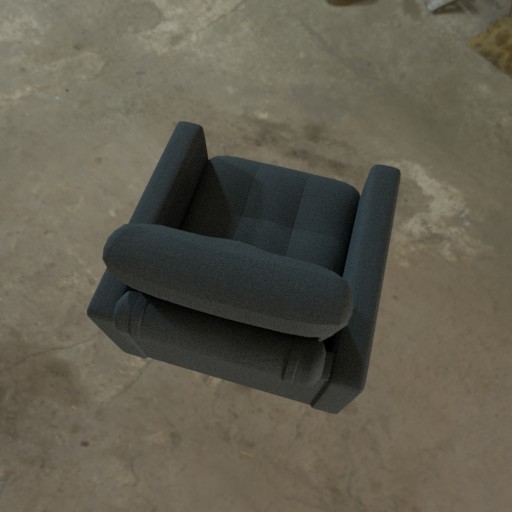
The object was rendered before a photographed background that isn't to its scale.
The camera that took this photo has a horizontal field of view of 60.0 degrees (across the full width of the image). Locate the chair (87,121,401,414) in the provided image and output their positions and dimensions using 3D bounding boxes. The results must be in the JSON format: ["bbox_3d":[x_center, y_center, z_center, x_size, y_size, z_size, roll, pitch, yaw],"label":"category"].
[{"bbox_3d":[0.000,0.000,1.507,0.821,0.880,0.843,14,64,7],"label":"chair"}]
